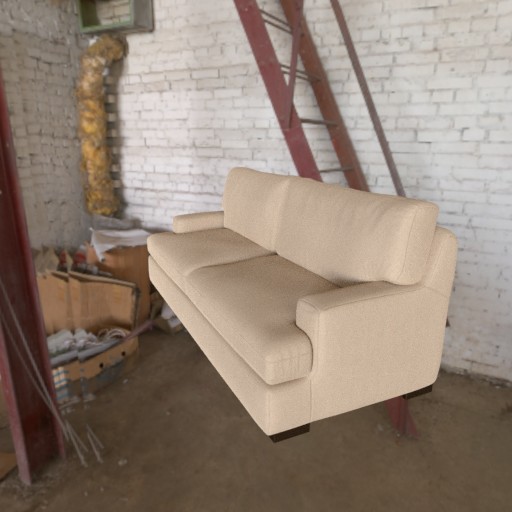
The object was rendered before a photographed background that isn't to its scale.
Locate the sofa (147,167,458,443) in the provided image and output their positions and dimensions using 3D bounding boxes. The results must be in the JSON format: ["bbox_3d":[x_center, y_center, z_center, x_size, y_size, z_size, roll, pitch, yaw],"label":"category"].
[{"bbox_3d":[0.000,0.000,2.705,0.929,0.925,2.147,-7,18,-24],"label":"sofa"}]
